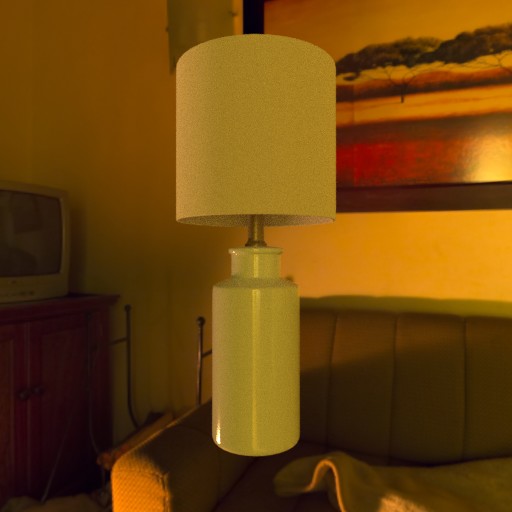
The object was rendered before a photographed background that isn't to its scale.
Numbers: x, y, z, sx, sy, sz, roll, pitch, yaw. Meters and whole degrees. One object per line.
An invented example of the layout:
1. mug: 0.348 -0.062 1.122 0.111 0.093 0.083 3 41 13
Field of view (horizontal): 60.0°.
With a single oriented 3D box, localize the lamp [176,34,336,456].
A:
1. lamp: 0.000 0.000 0.597 0.212 0.493 0.212 0 0 1
